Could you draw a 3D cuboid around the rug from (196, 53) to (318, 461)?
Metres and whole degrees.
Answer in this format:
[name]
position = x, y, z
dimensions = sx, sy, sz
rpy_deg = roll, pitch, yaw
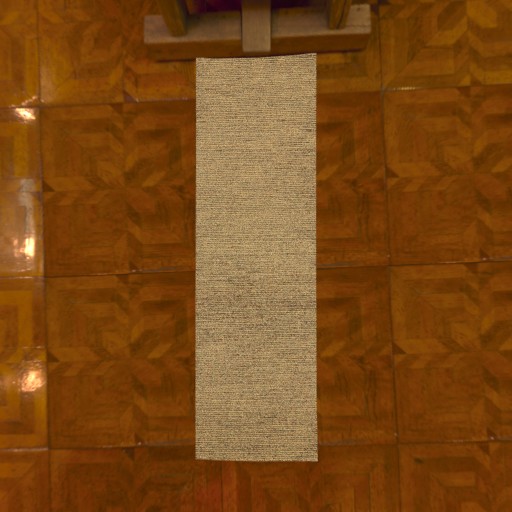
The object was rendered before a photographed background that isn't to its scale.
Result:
[rug]
position = 0.000, 0.000, 2.542
dimensions = 0.697, 0.013, 2.335
rpy_deg = 0, 89, 2
